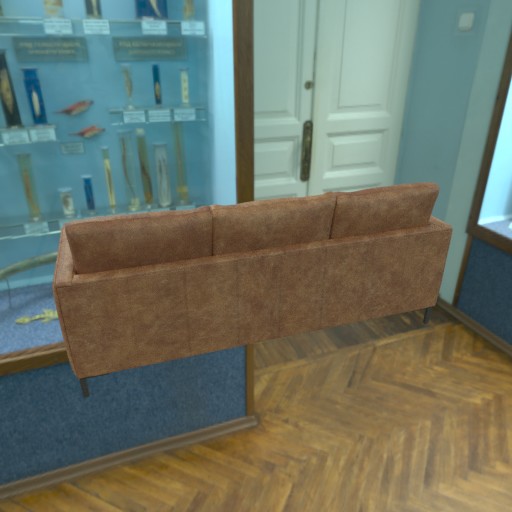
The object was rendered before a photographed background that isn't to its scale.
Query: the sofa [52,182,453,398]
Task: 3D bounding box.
[{"bbox_3d":[0.000,0.000,2.487,2.029,0.863,0.748,-8,27,-17],"label":"sofa"}]
